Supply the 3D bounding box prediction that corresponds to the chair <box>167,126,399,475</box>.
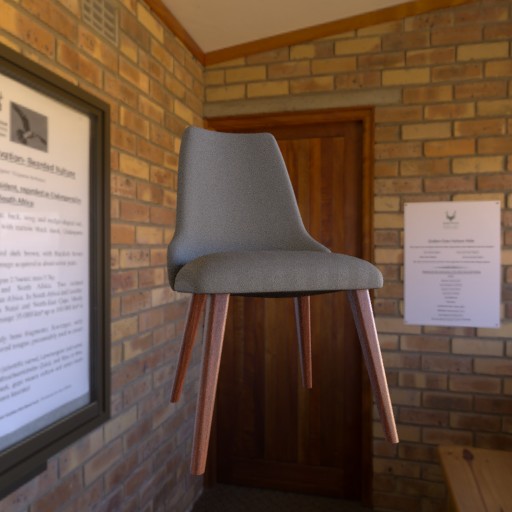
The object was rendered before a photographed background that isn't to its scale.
[{"bbox_3d":[0.000,0.000,1.343,0.535,0.918,0.707,0,1,-18],"label":"chair"}]
